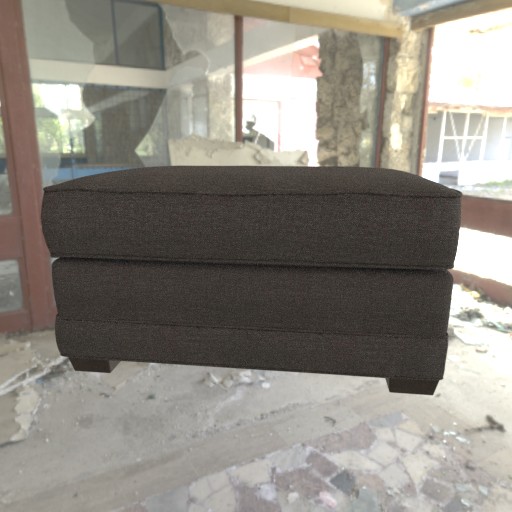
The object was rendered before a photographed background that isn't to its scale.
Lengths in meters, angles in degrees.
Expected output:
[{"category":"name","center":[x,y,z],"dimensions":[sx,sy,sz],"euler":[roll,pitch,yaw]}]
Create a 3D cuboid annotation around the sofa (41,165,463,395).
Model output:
[{"category":"sofa","center":[0.000,0.000,1.171],"dimensions":[0.854,0.457,0.578],"euler":[2,14,7]}]
